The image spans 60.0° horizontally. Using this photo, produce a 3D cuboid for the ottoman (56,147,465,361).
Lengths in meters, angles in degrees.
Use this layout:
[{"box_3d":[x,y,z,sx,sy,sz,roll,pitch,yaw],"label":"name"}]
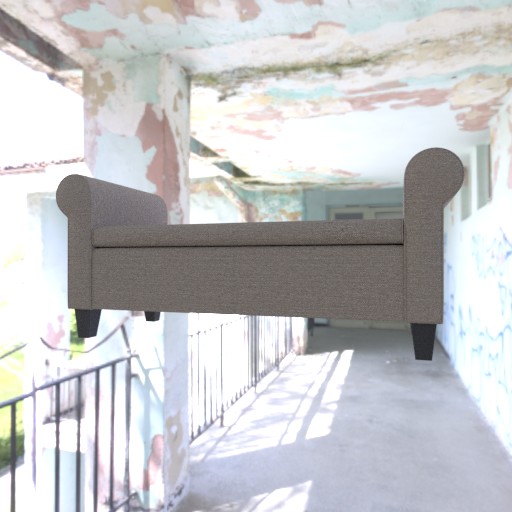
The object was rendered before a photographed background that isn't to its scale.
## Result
[{"box_3d":[0.000,0.000,1.532,1.256,0.547,0.521,0,-1,18],"label":"ottoman"}]
